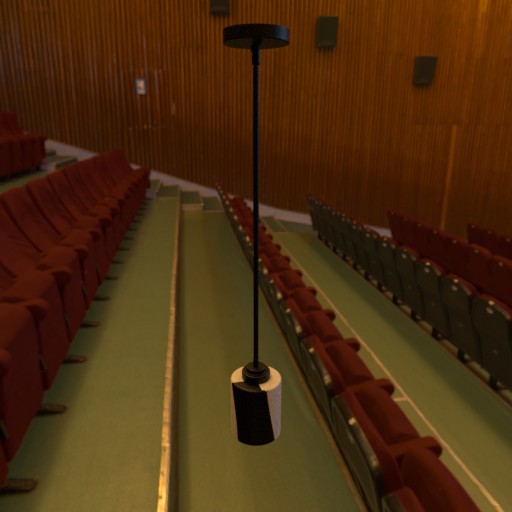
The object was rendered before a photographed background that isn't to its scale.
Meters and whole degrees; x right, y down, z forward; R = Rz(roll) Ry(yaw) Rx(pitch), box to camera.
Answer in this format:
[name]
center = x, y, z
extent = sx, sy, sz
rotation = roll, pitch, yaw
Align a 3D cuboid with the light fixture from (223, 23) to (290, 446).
[light fixture]
center = 0.000, 0.000, 0.937
extent = 0.123, 0.863, 0.123
rotation = -3, 17, -9
